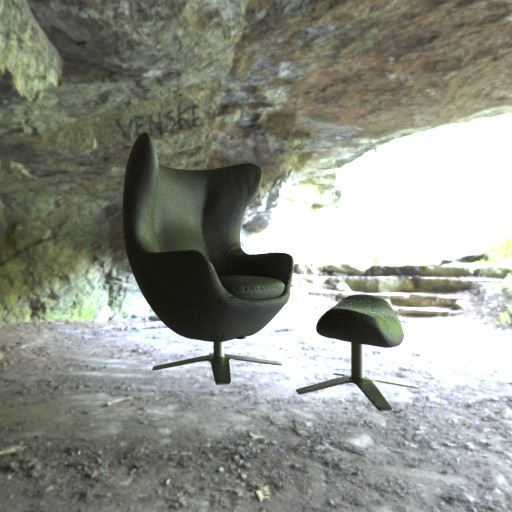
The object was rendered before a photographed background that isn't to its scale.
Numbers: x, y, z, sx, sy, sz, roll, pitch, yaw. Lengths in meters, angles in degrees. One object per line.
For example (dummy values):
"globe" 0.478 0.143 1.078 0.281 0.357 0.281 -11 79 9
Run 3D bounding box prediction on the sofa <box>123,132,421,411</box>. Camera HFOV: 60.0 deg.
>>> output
"sofa" 0.000 0.000 2.156 1.444 1.135 0.894 0 -1 37
